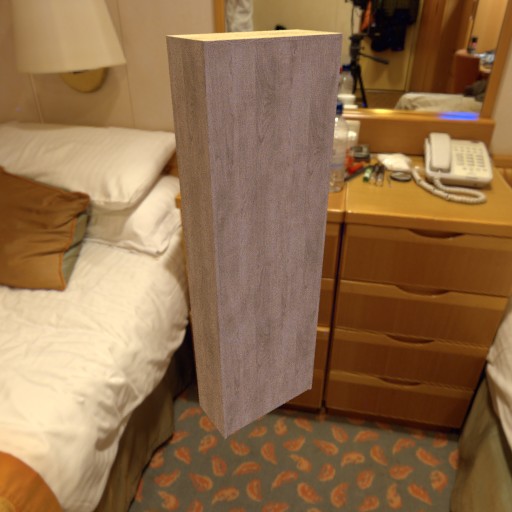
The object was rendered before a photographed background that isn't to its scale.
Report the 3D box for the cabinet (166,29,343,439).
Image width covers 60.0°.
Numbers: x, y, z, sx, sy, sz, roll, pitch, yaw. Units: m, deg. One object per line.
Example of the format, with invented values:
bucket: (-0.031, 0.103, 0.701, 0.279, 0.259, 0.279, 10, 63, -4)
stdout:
cabinet: (0.000, 0.000, 1.817, 0.520, 1.630, 0.250, -20, 36, -30)
